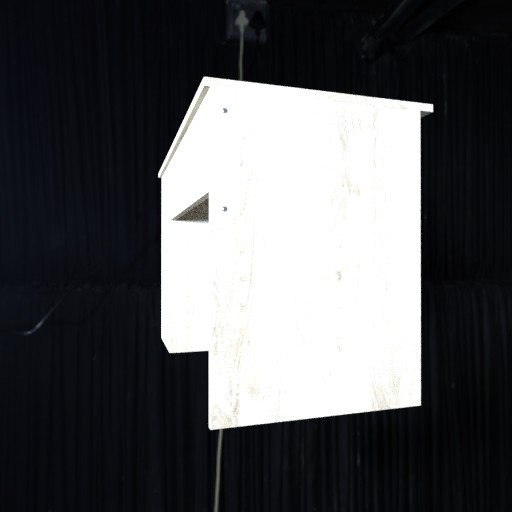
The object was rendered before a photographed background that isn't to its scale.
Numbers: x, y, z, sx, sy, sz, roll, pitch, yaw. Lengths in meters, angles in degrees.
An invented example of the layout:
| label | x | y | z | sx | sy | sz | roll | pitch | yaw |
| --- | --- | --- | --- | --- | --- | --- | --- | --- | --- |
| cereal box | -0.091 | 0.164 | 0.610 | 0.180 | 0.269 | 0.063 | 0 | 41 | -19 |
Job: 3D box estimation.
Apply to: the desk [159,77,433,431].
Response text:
| label | x | y | z | sx | sy | sz | roll | pitch | yaw |
| --- | --- | --- | --- | --- | --- | --- | --- | --- | --- |
| desk | 0.000 | 0.000 | 1.511 | 0.560 | 0.730 | 1.096 | 0 | 0 | -17 |
